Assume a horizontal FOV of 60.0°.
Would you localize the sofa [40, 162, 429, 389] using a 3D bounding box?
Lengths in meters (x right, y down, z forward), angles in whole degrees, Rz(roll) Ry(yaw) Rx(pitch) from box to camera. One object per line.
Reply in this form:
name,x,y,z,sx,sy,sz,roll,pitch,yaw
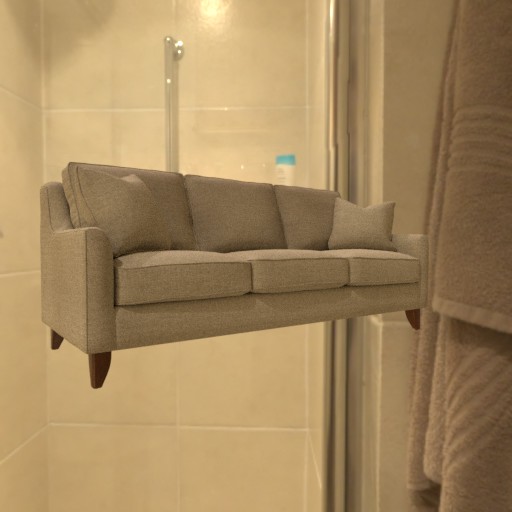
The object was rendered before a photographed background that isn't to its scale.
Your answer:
sofa,0.000,0.000,2.429,2.031,0.914,0.865,-1,2,-35
